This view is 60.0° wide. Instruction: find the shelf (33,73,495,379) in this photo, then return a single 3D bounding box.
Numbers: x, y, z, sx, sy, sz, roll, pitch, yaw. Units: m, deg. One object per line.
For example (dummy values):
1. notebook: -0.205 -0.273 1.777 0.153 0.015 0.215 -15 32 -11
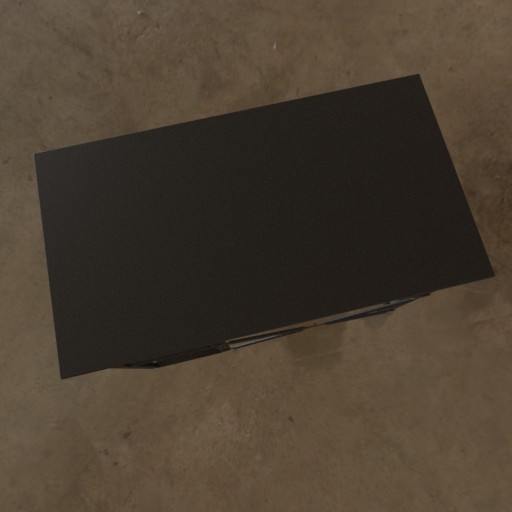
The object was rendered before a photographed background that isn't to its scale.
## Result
1. shelf: 0.000 0.000 1.314 0.902 0.749 0.498 -13 76 -3
